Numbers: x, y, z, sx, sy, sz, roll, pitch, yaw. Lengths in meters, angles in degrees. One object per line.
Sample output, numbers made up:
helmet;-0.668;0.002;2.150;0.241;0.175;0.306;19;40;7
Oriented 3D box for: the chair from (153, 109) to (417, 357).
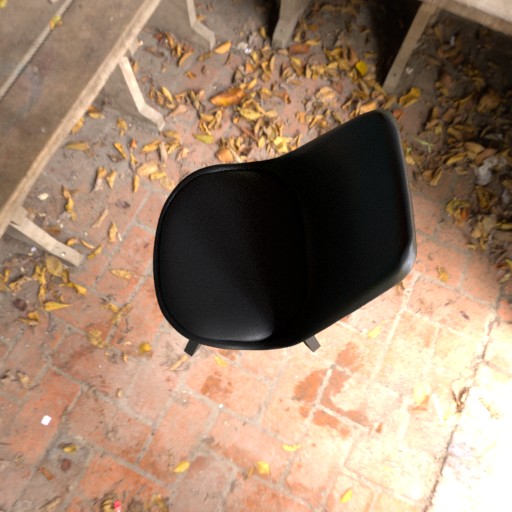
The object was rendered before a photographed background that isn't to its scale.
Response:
chair;0.000;0.000;1.144;0.530;0.850;0.485;-2;74;-1
